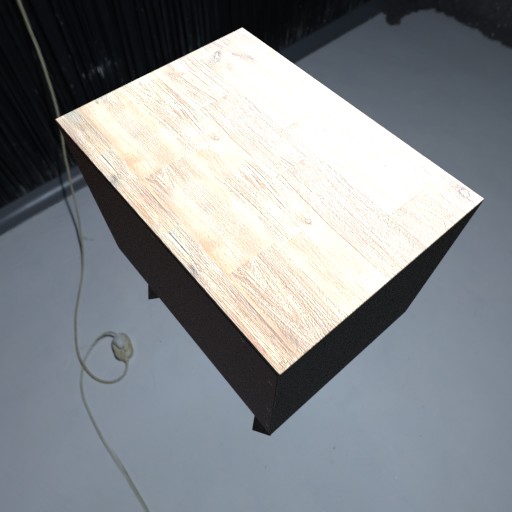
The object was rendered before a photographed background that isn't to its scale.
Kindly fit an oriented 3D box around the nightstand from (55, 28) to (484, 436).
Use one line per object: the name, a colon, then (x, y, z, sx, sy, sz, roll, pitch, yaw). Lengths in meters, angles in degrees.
nightstand: (0.000, 0.000, 0.933, 0.396, 0.589, 0.552, -36, 65, -20)
